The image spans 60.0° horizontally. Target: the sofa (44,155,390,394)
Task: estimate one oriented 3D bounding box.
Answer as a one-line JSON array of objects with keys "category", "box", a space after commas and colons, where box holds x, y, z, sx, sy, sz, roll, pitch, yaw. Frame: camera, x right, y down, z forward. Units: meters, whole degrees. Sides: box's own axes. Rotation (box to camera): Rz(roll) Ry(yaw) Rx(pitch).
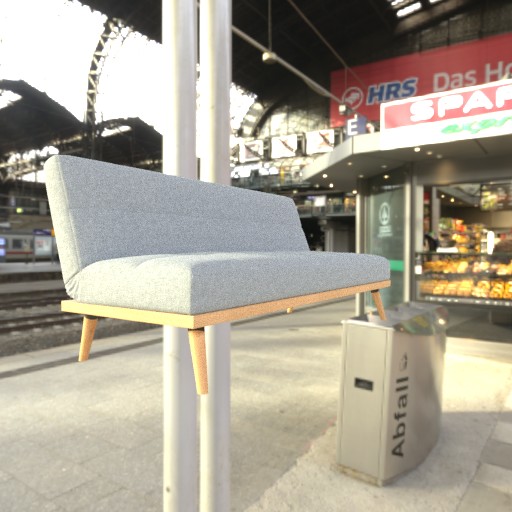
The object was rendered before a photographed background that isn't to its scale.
[{"category": "sofa", "box": [0.000, 0.000, 2.233, 0.800, 0.800, 1.820, 1, 1, 34]}]
